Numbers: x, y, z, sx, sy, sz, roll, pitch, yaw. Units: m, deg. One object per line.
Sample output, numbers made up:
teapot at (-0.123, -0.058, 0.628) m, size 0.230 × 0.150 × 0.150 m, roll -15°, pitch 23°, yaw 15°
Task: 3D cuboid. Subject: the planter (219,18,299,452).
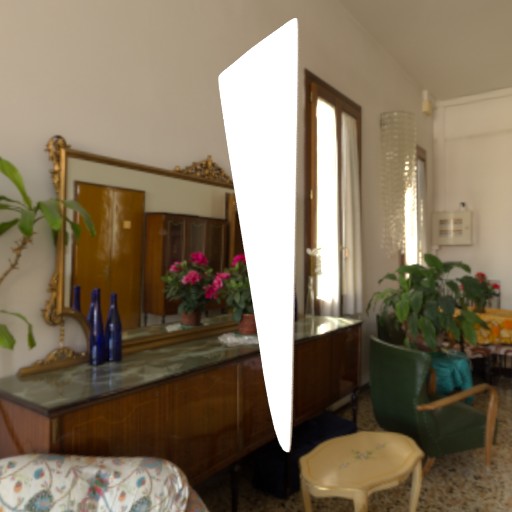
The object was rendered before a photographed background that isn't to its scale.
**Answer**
planter at (0.000, 0.000, 0.384) m, size 0.065 × 0.338 × 0.143 m, roll 0°, pitch 0°, yaw 0°
